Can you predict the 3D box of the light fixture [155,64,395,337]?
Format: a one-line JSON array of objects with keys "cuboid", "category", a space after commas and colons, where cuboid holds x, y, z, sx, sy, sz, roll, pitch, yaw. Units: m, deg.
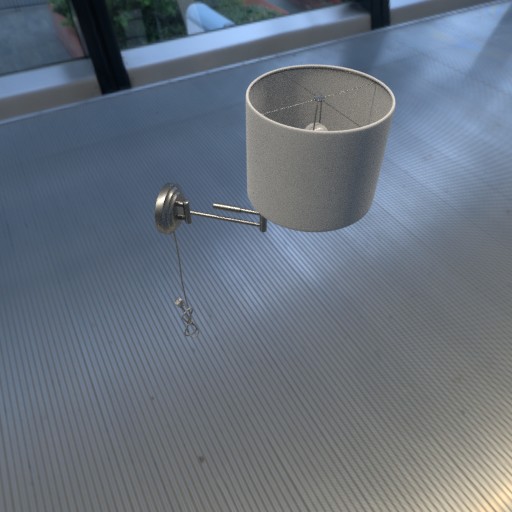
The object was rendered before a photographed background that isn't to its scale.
[{"cuboid": [0.000, 0.000, 1.074, 0.479, 0.842, 0.253, 11, 46, 11], "category": "light fixture"}]
